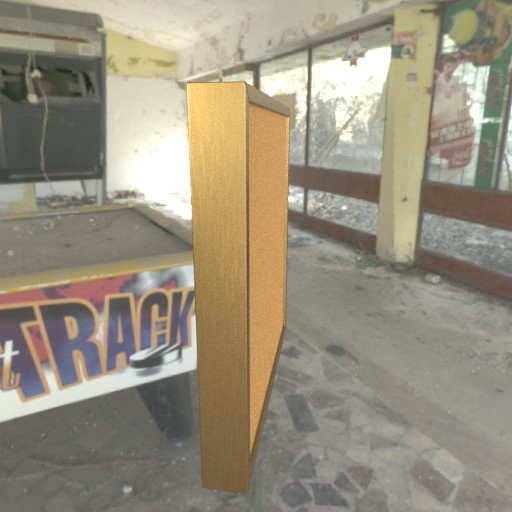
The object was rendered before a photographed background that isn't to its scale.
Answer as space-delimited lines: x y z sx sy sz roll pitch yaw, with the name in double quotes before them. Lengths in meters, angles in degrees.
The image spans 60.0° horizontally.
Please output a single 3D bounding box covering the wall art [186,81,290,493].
"wall art" 0.000 0.000 0.456 0.037 0.305 0.305 3 16 9
